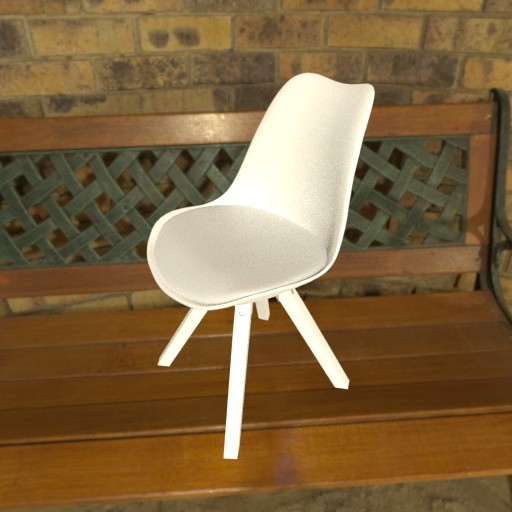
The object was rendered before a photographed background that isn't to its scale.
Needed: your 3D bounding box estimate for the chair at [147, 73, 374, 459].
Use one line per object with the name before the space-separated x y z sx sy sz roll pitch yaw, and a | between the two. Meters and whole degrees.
chair | 0.000 0.000 1.191 0.550 0.850 0.485 -20 36 -30
